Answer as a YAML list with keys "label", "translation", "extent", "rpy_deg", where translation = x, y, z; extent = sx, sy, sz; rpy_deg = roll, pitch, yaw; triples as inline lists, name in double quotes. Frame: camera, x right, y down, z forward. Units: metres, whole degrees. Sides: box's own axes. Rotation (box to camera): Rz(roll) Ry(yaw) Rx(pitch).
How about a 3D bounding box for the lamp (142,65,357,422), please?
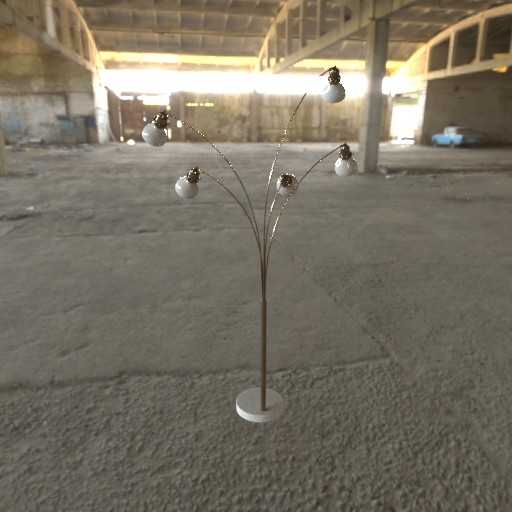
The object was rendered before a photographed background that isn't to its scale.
- label: "lamp"
  translation: [0.000, 0.000, 3.043]
  extent: [1.405, 2.423, 0.361]
  rpy_deg: [-3, 17, -10]
